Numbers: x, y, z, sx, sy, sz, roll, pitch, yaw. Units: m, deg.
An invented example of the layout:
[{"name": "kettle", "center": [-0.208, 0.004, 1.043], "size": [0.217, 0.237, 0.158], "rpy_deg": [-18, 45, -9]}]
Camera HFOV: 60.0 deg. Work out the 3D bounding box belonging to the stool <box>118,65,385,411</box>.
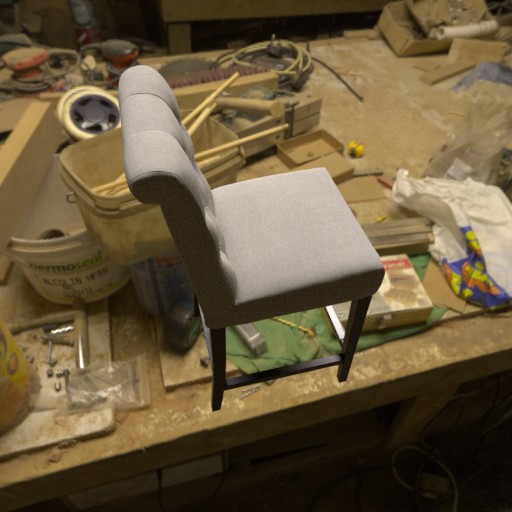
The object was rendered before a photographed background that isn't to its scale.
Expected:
[{"name": "stool", "center": [0.000, 0.000, 1.354], "size": [0.601, 1.040, 0.493], "rpy_deg": [-11, 48, -10]}]
